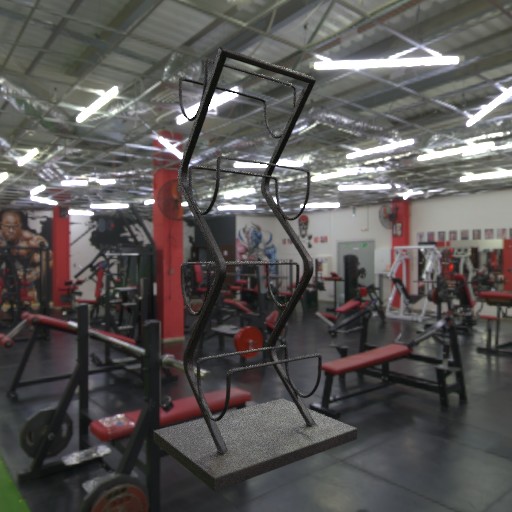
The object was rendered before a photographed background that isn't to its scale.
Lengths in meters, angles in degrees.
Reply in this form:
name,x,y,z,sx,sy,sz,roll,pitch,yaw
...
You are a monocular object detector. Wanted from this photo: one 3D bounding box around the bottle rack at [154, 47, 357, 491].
name,x,y,z,sx,sy,sz,roll,pitch,yaw
bottle rack,0.000,0.000,0.671,0.254,0.559,0.178,0,0,-37
